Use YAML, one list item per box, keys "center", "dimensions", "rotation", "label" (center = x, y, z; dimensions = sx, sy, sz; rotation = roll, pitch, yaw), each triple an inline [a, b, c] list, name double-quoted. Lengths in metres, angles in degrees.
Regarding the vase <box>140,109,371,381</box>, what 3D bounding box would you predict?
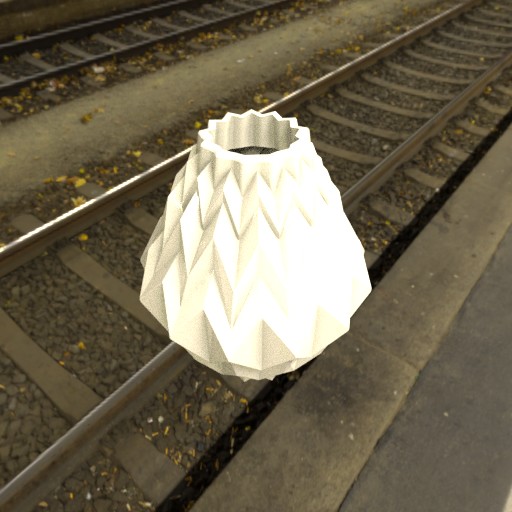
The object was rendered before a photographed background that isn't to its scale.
- center: [0.000, 0.000, 0.310]
  dimensions: [0.164, 0.185, 0.164]
  rotation: [0, 42, 0]
  label: "vase"
